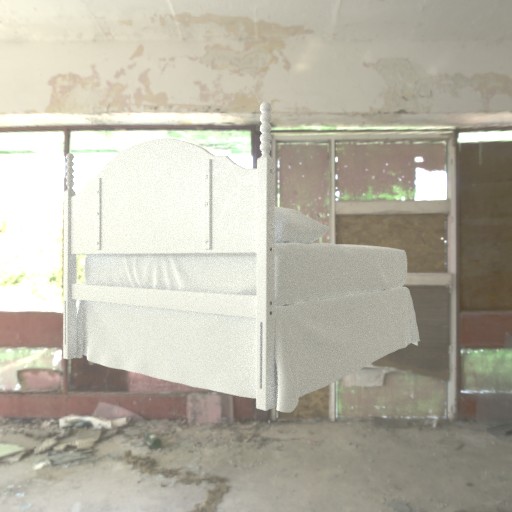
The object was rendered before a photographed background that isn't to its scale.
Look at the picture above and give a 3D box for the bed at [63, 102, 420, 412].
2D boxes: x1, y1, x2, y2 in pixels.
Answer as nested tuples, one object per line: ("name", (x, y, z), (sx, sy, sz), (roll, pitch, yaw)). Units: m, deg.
("bed", (0.000, 0.000, 3.228), (1.873, 1.356, 2.040), (0, 0, 37))
